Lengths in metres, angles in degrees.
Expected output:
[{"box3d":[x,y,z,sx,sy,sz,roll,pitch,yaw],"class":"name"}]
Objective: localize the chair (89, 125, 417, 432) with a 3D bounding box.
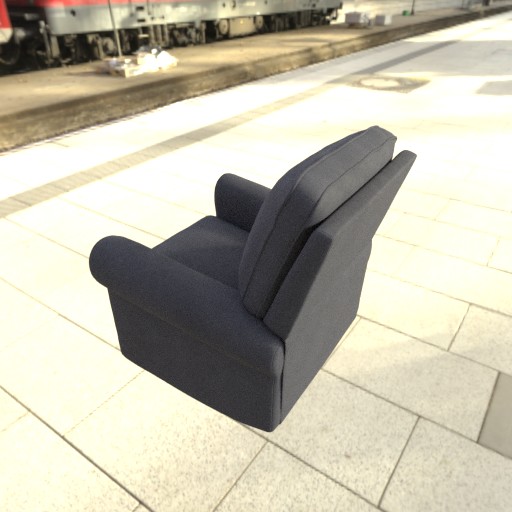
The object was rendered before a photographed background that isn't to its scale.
[{"box3d":[0.000,0.000,1.685,0.878,0.961,0.890,19,37,27],"class":"chair"}]
